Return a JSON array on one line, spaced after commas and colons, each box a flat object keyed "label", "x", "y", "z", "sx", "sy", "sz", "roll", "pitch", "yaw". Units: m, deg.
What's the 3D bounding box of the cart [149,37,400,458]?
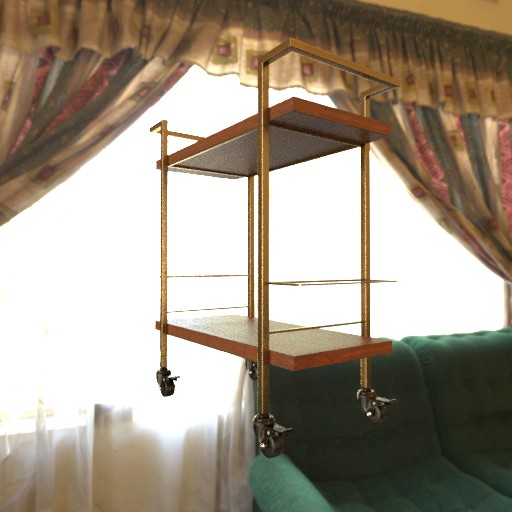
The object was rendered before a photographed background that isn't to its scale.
[{"label": "cart", "x": 0.000, "y": 0.000, "z": 1.198, "sx": 0.364, "sy": 0.807, "sz": 0.695, "roll": 1, "pitch": -1, "yaw": -36}]
